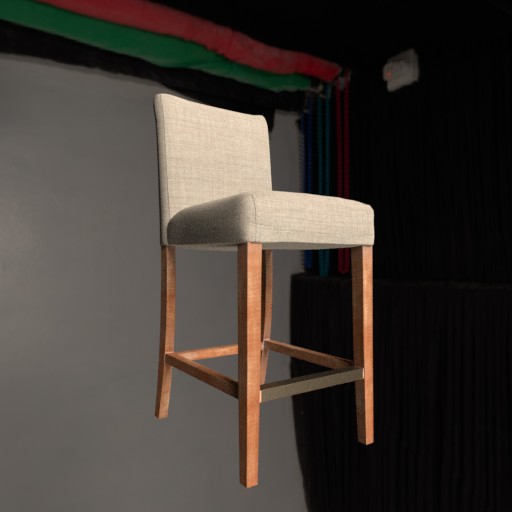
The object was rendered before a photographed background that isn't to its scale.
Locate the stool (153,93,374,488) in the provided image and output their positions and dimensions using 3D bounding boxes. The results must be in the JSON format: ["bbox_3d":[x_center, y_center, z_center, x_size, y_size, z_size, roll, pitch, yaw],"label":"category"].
[{"bbox_3d":[0.000,0.000,1.332,0.454,1.039,0.567,0,0,-35],"label":"stool"}]
